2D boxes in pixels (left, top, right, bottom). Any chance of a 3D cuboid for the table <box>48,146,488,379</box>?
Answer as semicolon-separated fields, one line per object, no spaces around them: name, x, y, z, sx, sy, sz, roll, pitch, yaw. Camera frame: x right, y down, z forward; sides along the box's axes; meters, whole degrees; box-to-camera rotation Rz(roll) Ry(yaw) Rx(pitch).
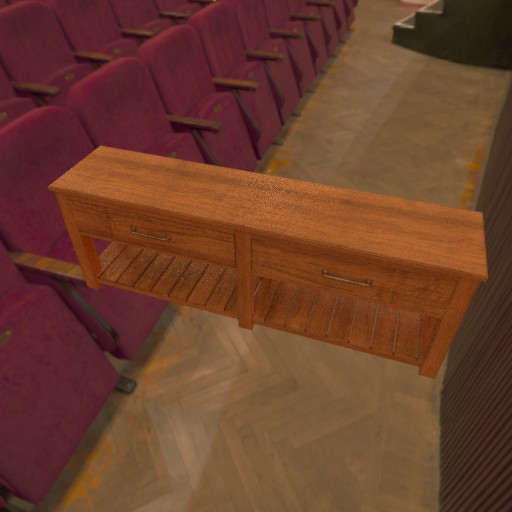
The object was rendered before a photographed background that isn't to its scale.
table;0.000;0.000;2.087;1.815;0.635;0.425;13;43;14
